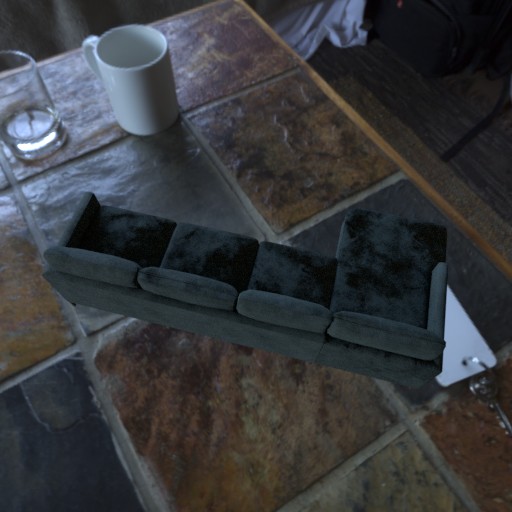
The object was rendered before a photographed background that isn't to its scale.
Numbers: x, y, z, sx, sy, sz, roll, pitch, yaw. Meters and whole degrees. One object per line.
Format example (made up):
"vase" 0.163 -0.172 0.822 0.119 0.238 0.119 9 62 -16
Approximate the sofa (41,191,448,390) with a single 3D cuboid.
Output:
"sofa" 0.000 0.000 4.111 3.400 0.967 1.500 13 63 7
